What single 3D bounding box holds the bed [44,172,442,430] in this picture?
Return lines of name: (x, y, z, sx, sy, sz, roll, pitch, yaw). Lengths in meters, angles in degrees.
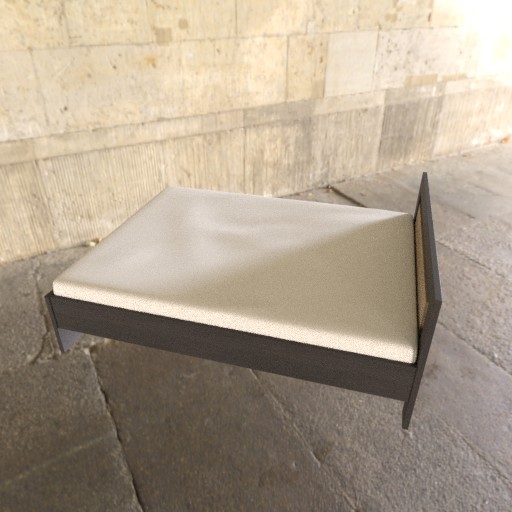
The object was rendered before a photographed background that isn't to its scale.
bed: (0.000, 0.000, 2.954, 2.073, 0.823, 1.585, 8, 32, 14)
